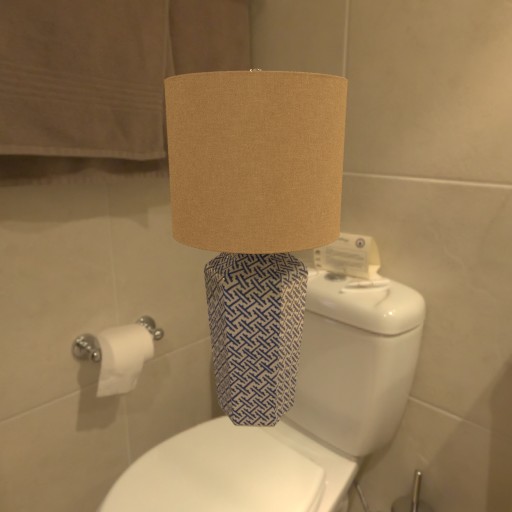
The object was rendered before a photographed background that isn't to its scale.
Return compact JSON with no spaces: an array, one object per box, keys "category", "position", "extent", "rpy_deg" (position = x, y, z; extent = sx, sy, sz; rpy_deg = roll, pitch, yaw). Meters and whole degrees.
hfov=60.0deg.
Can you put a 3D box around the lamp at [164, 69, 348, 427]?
[{"category":"lamp","position":[0.000,0.000,0.874],"extent":[0.320,0.682,0.320],"rpy_deg":[2,16,7]}]
